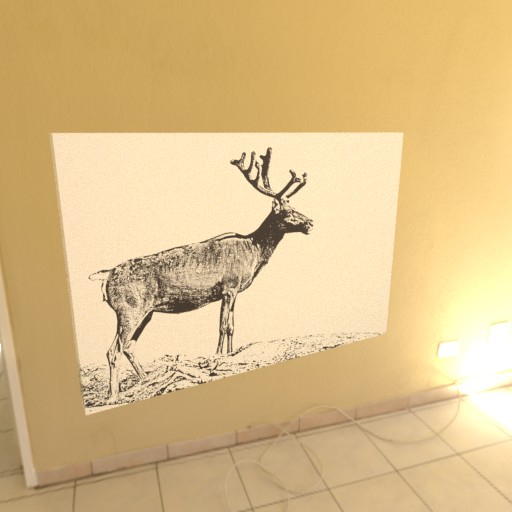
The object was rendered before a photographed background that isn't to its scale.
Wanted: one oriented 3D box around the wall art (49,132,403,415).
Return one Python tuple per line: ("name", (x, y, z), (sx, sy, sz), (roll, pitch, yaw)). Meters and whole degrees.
("wall art", (0.000, 0.000, 0.772), (0.608, 0.414, 0.042), (-8, 18, -27))
